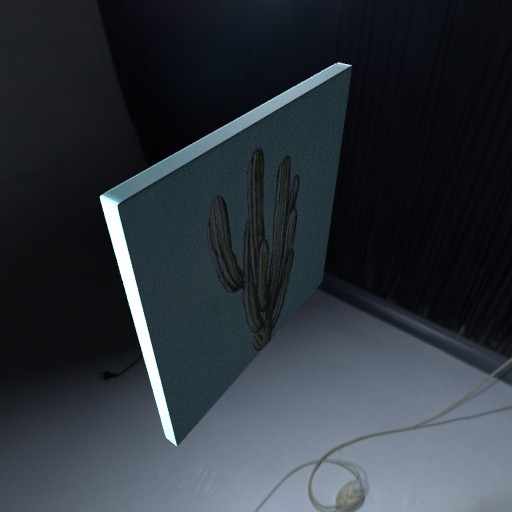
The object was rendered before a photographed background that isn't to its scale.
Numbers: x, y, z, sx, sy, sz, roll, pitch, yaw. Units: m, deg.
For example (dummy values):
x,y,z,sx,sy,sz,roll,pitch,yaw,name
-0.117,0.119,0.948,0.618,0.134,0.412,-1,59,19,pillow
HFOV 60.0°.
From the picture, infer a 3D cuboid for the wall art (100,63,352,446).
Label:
x,y,z,sx,sy,sz,roll,pitch,yaw,name
0.000,0.000,1.612,0.070,1.073,1.071,25,47,26,wall art
